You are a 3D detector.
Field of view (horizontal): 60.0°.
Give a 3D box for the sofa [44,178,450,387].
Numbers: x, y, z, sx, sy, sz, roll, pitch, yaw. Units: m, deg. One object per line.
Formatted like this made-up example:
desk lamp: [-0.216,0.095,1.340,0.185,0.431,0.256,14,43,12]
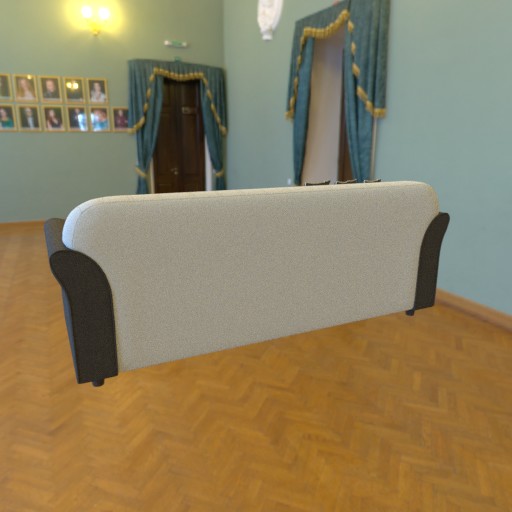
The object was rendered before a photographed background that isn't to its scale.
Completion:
sofa: [0.000,0.000,2.368,2.001,0.787,0.755,-7,16,-25]
